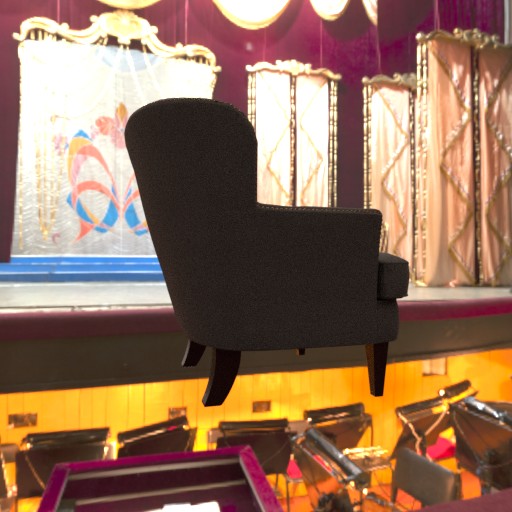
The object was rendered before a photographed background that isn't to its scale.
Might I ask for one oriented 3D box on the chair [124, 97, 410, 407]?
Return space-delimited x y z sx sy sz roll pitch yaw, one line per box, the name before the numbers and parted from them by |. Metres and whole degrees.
chair | 0.000 0.000 1.586 0.906 0.868 0.848 0 -1 -16
